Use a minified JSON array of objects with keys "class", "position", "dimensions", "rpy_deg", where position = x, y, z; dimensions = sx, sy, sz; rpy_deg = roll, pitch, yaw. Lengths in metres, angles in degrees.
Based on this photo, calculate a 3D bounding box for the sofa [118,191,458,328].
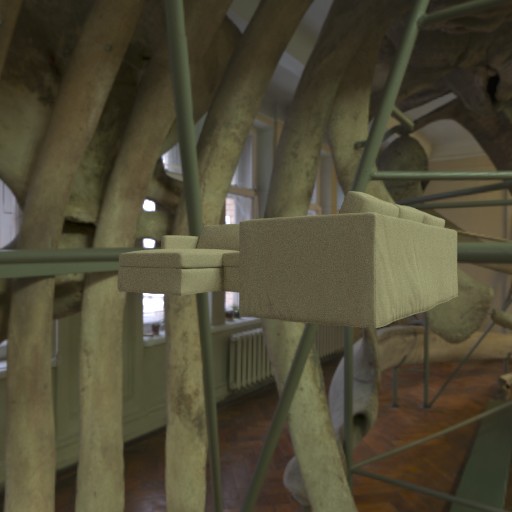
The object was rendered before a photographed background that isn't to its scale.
[{"class":"sofa","position":[0.000,0.000,4.625],"dimensions":[3.528,0.878,2.476],"rpy_deg":[0,0,35]}]
